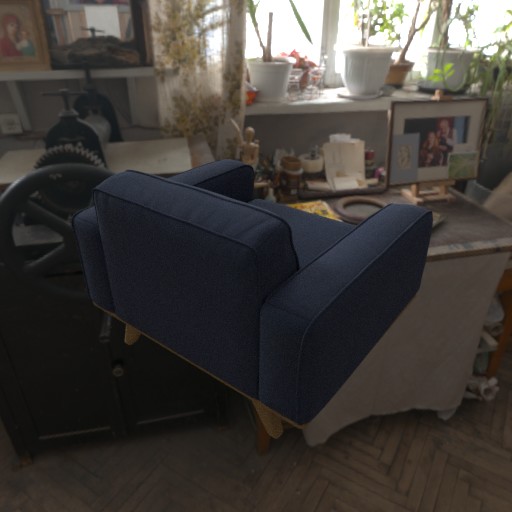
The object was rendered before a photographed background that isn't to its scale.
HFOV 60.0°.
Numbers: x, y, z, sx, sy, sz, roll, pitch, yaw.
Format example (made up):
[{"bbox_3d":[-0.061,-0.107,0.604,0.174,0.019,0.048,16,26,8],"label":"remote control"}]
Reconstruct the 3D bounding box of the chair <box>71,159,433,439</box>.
[{"bbox_3d":[0.000,0.000,1.813,1.118,0.783,0.953,21,36,32],"label":"chair"}]
